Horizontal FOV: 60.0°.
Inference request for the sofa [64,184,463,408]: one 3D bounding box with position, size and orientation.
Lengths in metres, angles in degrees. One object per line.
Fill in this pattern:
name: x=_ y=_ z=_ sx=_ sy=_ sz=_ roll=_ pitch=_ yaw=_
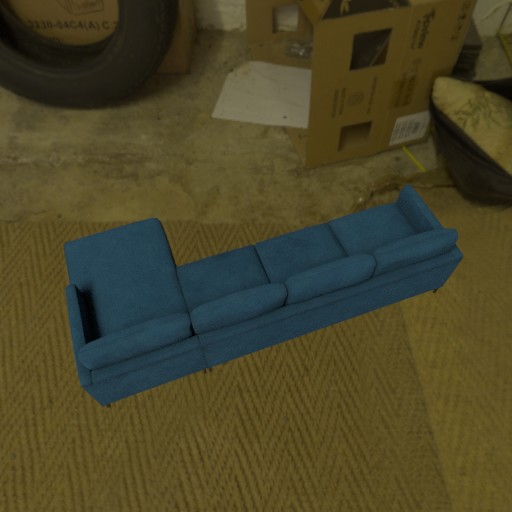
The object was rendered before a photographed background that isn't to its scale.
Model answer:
sofa: x=0.000 y=0.000 z=3.589 sx=2.932 sy=0.810 sz=1.350 roll=-17 pitch=58 yaw=-11
